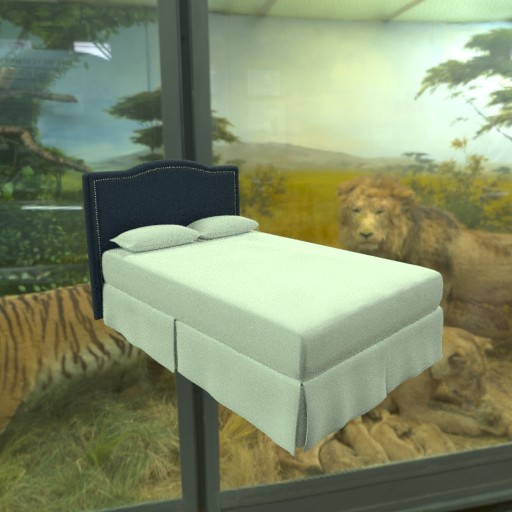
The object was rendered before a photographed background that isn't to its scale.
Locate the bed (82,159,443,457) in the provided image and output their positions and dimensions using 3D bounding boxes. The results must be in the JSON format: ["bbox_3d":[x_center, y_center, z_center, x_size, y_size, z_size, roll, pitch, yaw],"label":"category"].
[{"bbox_3d":[0.000,0.000,3.558,1.741,1.441,2.507,-13,20,-41],"label":"bed"}]
